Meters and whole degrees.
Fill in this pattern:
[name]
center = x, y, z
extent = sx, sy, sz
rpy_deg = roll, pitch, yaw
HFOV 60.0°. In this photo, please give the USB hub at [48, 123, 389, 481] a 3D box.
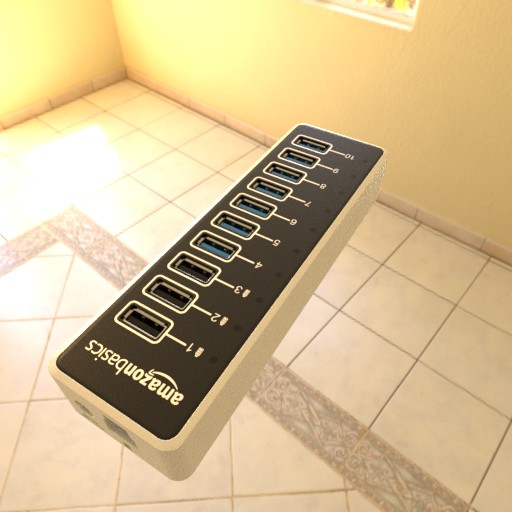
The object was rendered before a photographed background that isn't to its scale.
[USB hub]
center = 0.000, 0.000, 0.158
extent = 0.044, 0.023, 0.145
rpy_deg = 24, 52, 21
